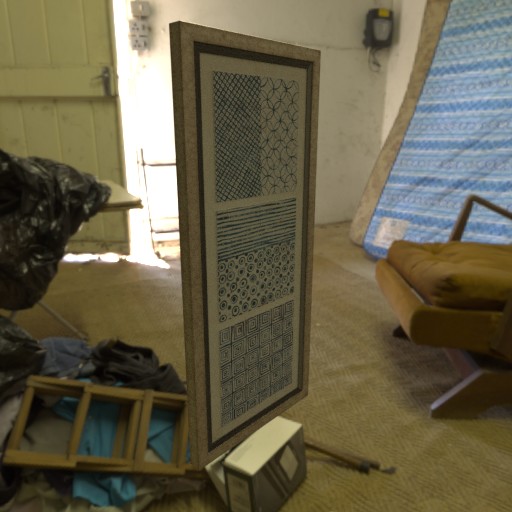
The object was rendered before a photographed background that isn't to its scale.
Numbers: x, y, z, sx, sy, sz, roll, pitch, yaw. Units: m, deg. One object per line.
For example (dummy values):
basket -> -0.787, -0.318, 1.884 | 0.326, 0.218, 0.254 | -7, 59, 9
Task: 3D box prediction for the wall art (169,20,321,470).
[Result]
wall art -> 0.000, 0.000, 1.633 | 0.051, 1.461, 0.648 | 15, 22, 41
